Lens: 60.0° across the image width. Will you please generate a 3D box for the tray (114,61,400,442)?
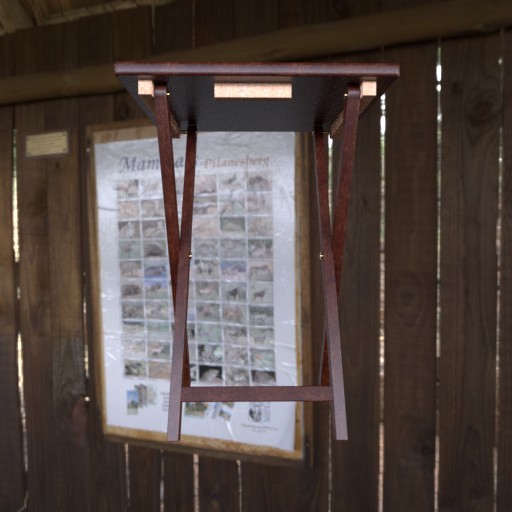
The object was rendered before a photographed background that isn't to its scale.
[{"bbox_3d":[0.000,0.000,0.940,0.483,0.660,0.381,0,2,-1],"label":"tray"}]
